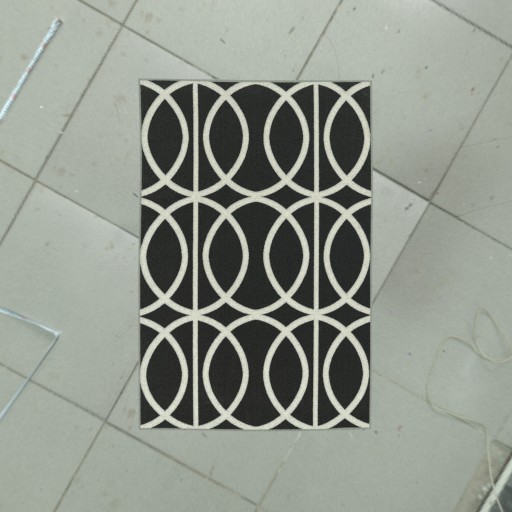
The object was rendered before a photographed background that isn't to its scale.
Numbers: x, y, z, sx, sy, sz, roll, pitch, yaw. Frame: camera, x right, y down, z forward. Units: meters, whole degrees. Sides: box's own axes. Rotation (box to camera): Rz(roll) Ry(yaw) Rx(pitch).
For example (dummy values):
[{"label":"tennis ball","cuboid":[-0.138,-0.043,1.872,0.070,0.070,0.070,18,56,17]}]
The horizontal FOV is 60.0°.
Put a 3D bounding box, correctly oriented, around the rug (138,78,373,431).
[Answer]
[{"label":"rug","cuboid":[0.000,0.000,2.881,1.526,0.014,2.290,0,91,-1]}]
